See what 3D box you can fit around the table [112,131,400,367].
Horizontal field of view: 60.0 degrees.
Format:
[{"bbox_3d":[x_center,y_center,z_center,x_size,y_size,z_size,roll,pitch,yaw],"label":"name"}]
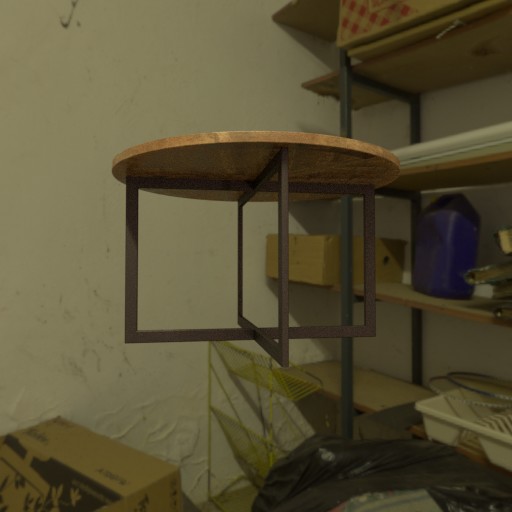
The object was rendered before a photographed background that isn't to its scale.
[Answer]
[{"bbox_3d":[0.000,0.000,2.030,1.264,0.762,1.264,0,-2,0],"label":"table"}]
